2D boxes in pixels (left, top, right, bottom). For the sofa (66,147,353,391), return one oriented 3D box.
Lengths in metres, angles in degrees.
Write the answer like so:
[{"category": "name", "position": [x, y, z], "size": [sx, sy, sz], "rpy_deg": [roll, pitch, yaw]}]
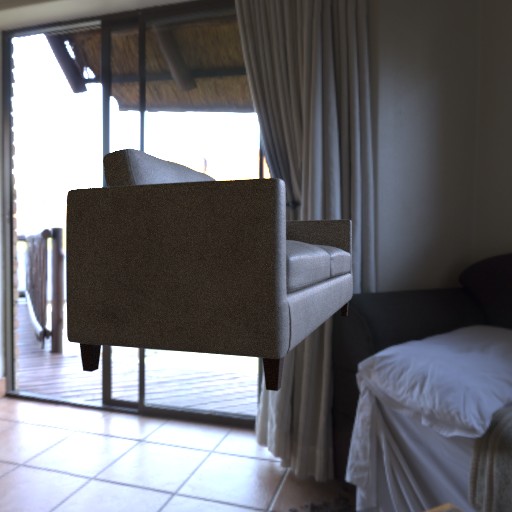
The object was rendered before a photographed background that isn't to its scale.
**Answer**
[{"category": "sofa", "position": [0.000, 0.000, 2.701], "size": [0.951, 0.965, 2.208], "rpy_deg": [0, 0, 19]}]
